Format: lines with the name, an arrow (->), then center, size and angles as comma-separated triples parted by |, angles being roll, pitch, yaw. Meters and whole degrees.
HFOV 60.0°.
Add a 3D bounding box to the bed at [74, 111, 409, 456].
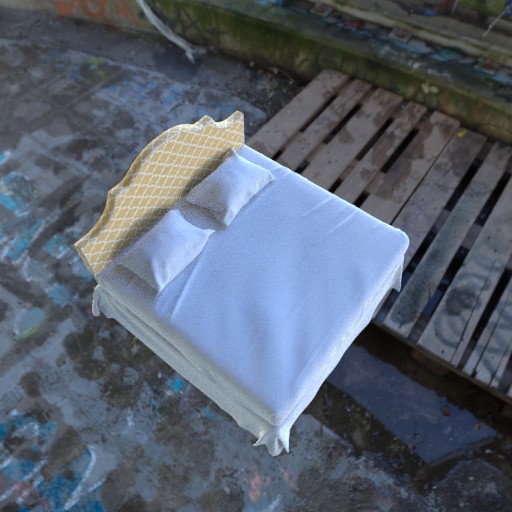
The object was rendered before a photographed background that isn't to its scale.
bed -> 0.000, 0.000, 3.818 | 2.222, 1.601, 2.314 | 33, 63, 20
